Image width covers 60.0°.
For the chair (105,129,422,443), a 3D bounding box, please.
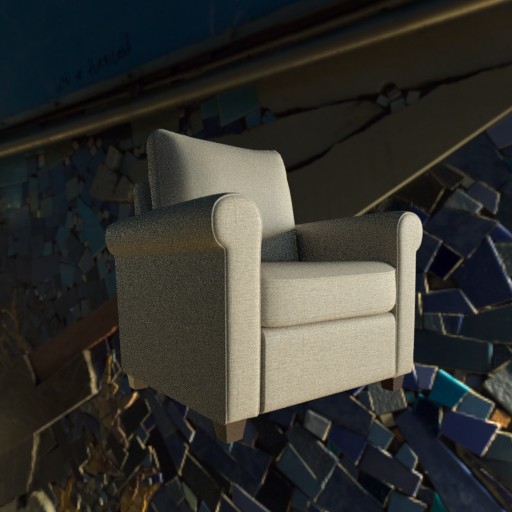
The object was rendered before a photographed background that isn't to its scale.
[{"bbox_3d":[0.000,0.000,2.322,1.275,1.349,1.180,0,0,-38],"label":"chair"}]
